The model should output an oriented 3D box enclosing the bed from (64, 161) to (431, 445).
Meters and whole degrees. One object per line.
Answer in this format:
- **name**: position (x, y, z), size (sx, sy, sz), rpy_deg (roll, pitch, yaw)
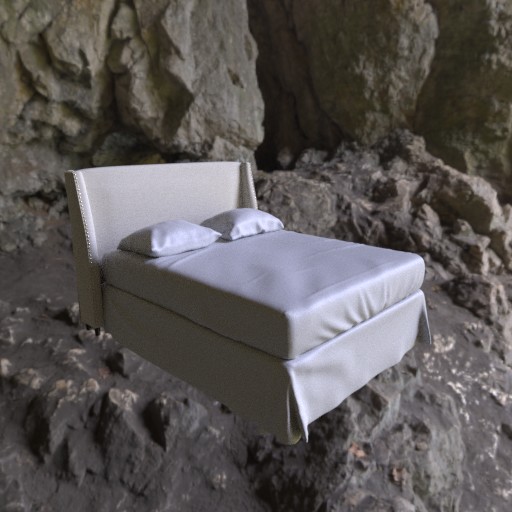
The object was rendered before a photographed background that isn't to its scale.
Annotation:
- **bed**: position (0.000, 0.000, 3.454), size (2.276, 1.332, 1.925), rpy_deg (14, 20, 42)
